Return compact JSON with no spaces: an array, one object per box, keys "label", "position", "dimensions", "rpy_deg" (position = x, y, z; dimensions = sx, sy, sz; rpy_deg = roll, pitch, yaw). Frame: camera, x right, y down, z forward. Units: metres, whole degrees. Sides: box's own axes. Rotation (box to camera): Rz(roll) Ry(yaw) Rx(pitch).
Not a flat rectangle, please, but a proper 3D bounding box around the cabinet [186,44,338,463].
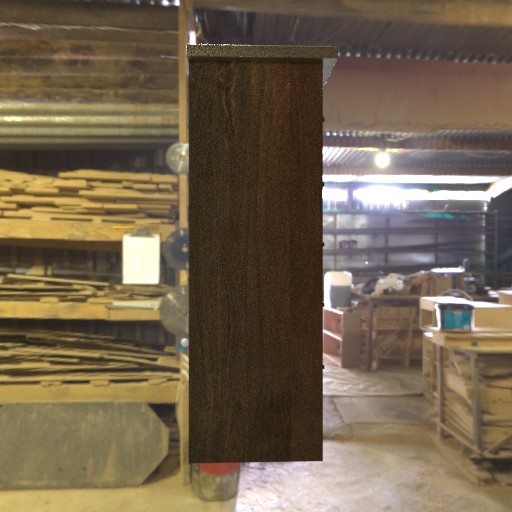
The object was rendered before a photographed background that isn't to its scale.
[{"label":"cabinet","position":[0.000,0.000,1.450],"dimensions":[0.338,0.919,0.968],"rpy_deg":[0,0,-2]}]
